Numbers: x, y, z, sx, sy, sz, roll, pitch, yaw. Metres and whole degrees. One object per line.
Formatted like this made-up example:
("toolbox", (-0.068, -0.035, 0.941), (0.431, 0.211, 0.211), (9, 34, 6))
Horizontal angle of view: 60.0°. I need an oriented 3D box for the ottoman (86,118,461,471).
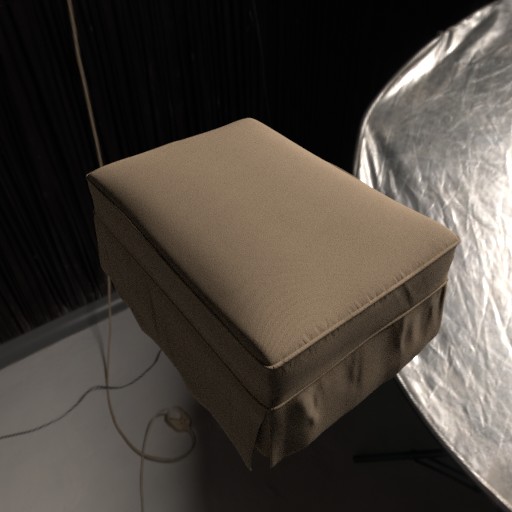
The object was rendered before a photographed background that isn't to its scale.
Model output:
("ottoman", (0.000, 0.000, 1.352), (0.721, 0.482, 0.959), (-27, 48, -27))
